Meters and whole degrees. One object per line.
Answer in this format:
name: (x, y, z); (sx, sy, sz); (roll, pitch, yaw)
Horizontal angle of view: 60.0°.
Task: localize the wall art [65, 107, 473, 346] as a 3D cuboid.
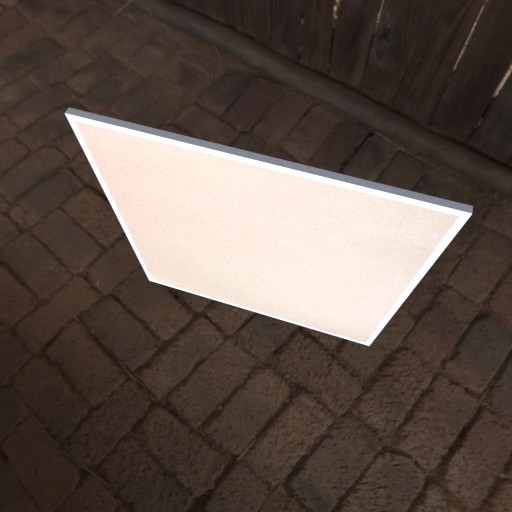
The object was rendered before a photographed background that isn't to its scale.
wall art: (0.000, 0.000, 0.829); (0.557, 0.557, 0.012); (16, 63, 8)
